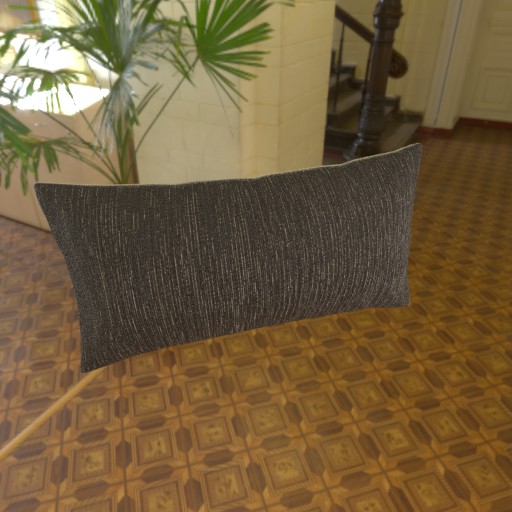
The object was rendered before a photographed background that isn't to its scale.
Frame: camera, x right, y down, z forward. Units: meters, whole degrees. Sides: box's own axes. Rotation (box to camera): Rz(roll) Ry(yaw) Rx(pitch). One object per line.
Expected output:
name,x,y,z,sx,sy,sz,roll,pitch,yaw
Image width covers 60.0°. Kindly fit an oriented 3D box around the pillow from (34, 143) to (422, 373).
pillow,0.000,0.000,0.727,0.608,0.305,0.156,-9,33,-14
